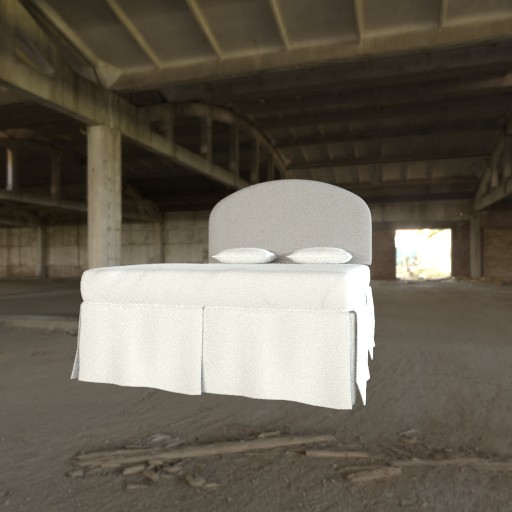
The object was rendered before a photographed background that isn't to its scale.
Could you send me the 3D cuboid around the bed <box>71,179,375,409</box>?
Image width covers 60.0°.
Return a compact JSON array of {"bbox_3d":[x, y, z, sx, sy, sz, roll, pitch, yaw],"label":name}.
[{"bbox_3d":[0.000,0.000,3.158,1.607,1.410,2.005,0,0,17],"label":"bed"}]
